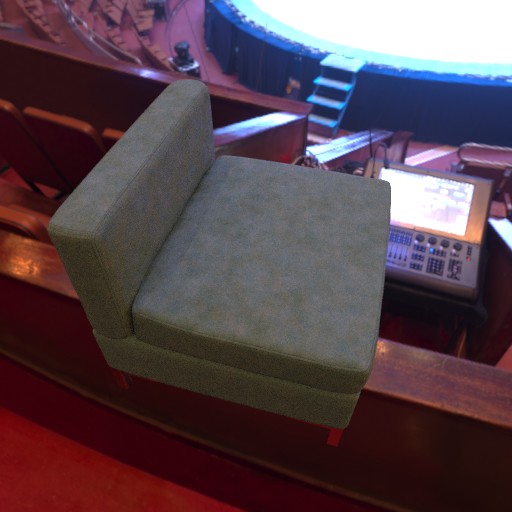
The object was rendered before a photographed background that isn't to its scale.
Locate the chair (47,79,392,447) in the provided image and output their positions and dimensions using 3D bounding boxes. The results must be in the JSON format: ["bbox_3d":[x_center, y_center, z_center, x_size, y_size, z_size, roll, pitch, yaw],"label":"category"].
[{"bbox_3d":[0.000,0.000,1.224,0.685,0.660,0.684,12,48,11],"label":"chair"}]
